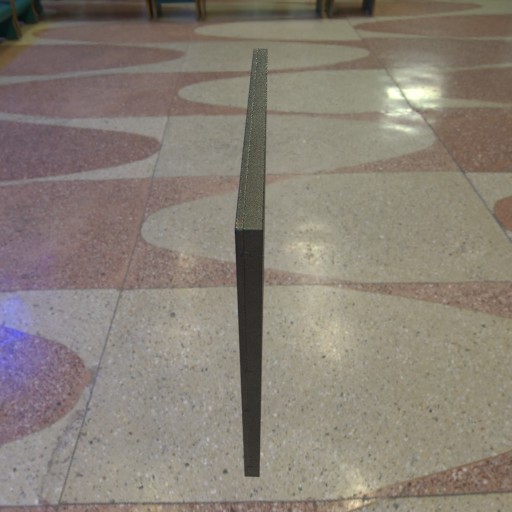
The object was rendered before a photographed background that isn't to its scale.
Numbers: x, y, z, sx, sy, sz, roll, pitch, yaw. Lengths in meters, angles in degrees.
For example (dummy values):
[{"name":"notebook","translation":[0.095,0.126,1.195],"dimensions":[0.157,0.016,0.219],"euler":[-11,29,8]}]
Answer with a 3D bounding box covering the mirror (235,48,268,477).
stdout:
[{"name":"mirror","translation":[0.000,0.000,0.556],"dimensions":[0.020,0.381,0.382],"euler":[1,41,1]}]
